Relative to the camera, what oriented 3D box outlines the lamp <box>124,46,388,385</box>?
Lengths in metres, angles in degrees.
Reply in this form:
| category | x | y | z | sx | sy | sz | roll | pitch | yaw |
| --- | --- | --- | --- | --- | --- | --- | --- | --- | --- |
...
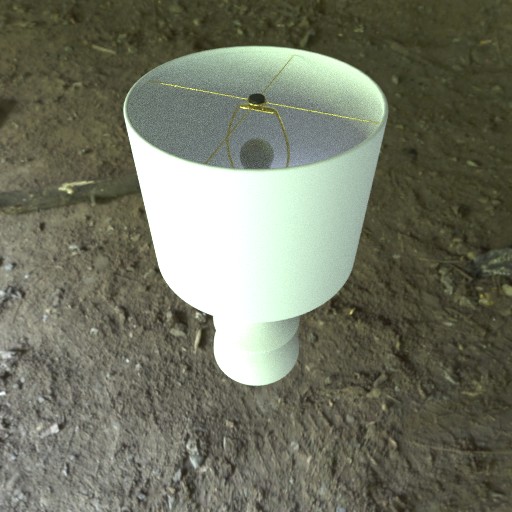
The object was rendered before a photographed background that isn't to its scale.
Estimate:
| category | x | y | z | sx | sy | sz | roll | pitch | yaw |
| --- | --- | --- | --- | --- | --- | --- | --- | --- | --- |
| lamp | 0.000 | 0.000 | 0.704 | 0.301 | 0.533 | 0.301 | 15 | 48 | 15 |
